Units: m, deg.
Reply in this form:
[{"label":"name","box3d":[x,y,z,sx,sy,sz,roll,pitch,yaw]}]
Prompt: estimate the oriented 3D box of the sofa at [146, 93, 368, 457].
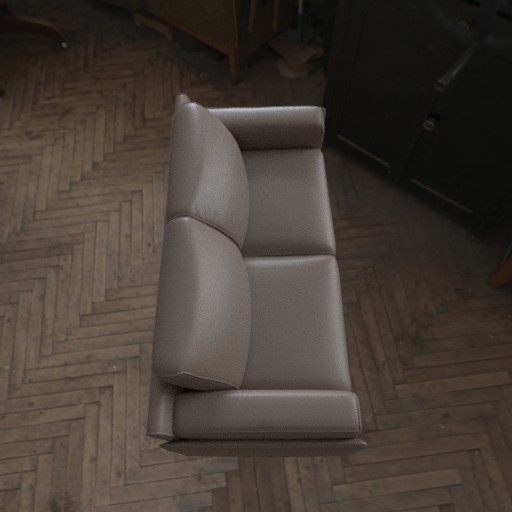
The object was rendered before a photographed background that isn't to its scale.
[{"label":"sofa","box3d":[0.000,0.000,2.548,1.049,0.930,2.101,-1,62,-1]}]
